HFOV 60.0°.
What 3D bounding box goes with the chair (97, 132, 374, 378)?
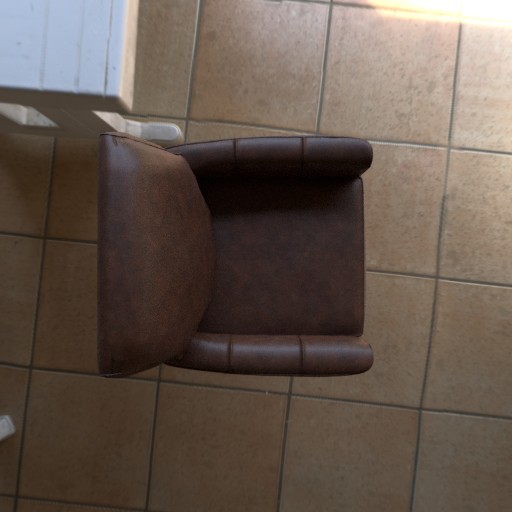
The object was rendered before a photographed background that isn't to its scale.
[{"bbox_3d":[0.000,0.000,1.628,0.850,1.010,0.839,0,90,1],"label":"chair"}]
